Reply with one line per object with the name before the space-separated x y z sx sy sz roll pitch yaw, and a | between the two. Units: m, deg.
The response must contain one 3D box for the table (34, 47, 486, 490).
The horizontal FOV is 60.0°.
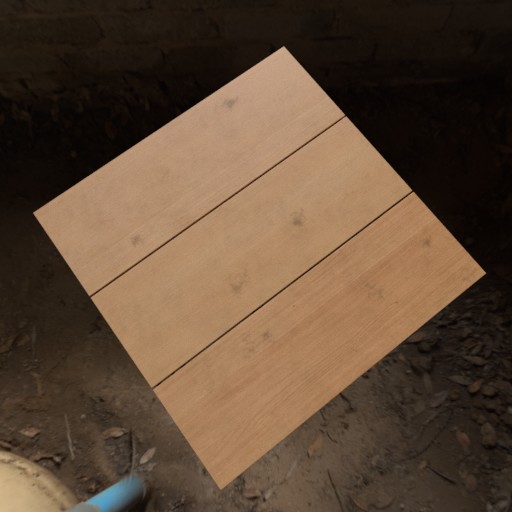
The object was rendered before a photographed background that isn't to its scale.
table | 0.000 0.000 1.702 1.100 0.400 1.100 -36 79 -8
